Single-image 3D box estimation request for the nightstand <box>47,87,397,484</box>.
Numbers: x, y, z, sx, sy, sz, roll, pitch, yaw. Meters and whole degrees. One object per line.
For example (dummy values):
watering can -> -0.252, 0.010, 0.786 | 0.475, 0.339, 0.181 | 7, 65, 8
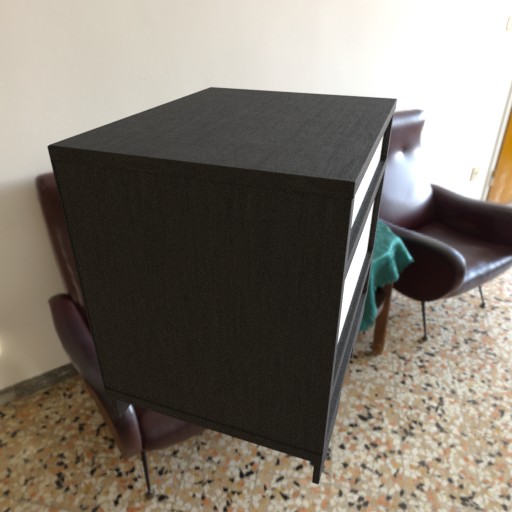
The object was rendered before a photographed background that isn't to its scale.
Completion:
nightstand -> 0.000, 0.000, 0.732 | 0.347, 0.448, 0.427 | 10, 31, 18
